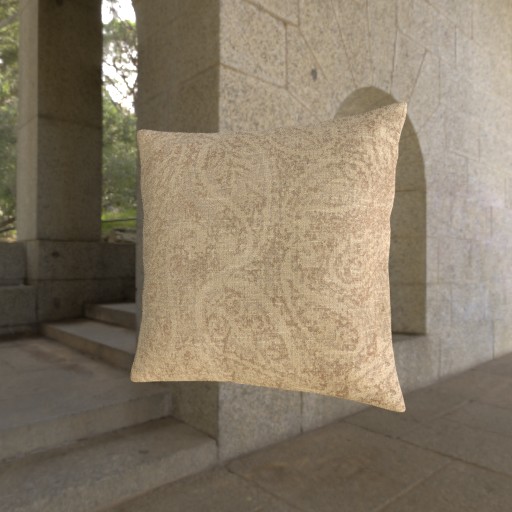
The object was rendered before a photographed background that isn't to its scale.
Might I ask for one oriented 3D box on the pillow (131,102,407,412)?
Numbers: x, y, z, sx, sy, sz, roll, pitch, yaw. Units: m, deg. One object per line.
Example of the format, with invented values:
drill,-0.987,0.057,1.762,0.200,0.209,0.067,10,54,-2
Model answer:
pillow,0.000,0.000,0.811,0.523,0.510,0.166,0,0,18
